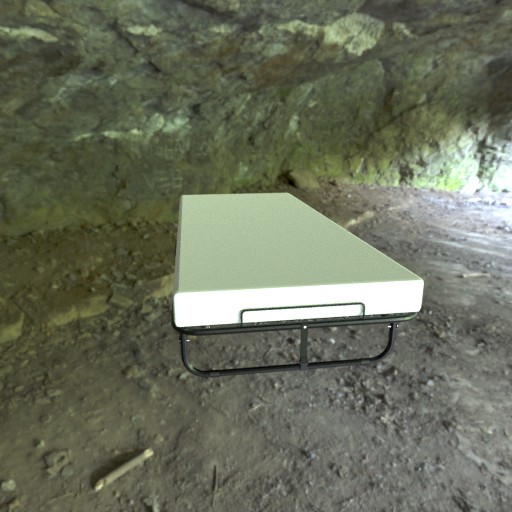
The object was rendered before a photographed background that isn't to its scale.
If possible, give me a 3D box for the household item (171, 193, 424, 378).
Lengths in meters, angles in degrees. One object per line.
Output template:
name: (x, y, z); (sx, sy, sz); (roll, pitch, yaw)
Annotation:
household item: (0.000, 0.000, 2.200); (0.787, 0.356, 1.905); (-2, 16, -8)
